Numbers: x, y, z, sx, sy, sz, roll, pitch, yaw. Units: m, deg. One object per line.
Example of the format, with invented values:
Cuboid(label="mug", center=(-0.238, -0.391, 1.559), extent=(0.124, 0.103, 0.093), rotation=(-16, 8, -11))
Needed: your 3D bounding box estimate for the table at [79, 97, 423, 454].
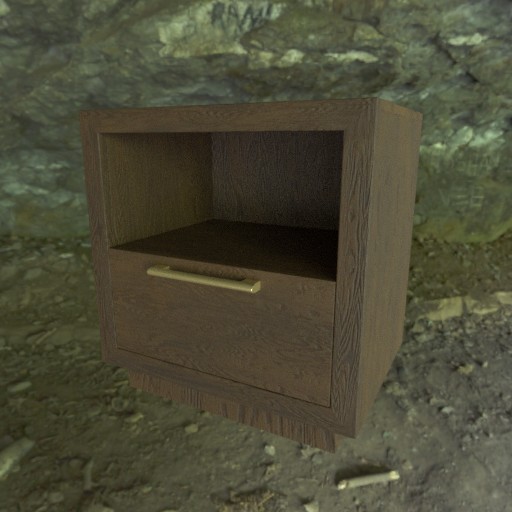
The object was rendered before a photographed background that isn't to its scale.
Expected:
Cuboid(label="table", center=(0.000, 0.000, 0.941), extent=(0.560, 0.585, 0.439), rotation=(8, 16, 27))
